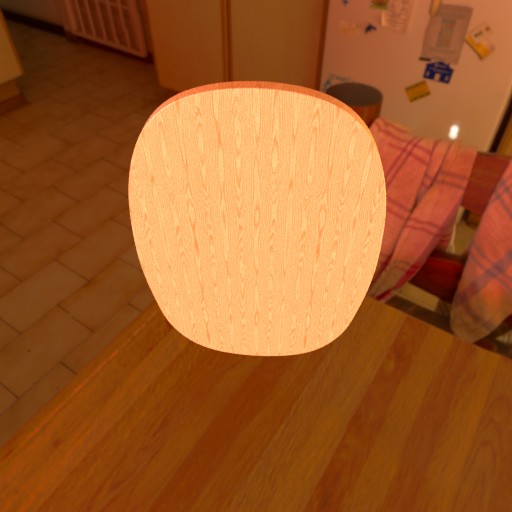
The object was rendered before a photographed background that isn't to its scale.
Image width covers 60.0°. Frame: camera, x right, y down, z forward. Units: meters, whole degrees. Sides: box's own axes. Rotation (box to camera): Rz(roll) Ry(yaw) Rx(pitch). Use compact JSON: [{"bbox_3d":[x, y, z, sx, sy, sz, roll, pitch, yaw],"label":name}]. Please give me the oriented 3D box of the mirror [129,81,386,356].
[{"bbox_3d":[0.000,0.000,1.354,0.724,1.075,0.037,3,46,3],"label":"mirror"}]
